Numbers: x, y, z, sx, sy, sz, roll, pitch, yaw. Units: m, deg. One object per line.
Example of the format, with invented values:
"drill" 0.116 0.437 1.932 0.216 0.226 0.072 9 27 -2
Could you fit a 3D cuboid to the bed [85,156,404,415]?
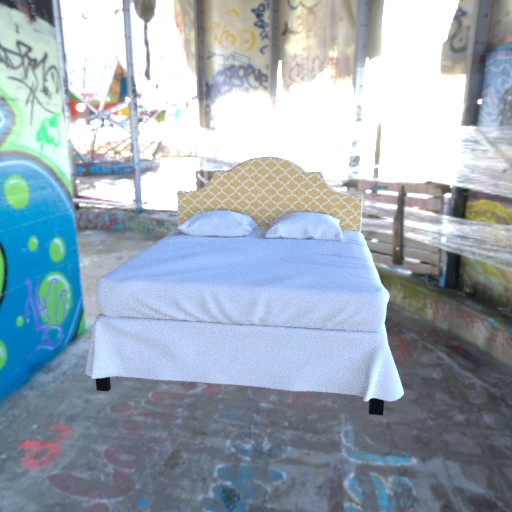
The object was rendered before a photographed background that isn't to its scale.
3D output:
"bed" 0.000 0.000 3.853 2.314 1.601 2.222 2 15 8
